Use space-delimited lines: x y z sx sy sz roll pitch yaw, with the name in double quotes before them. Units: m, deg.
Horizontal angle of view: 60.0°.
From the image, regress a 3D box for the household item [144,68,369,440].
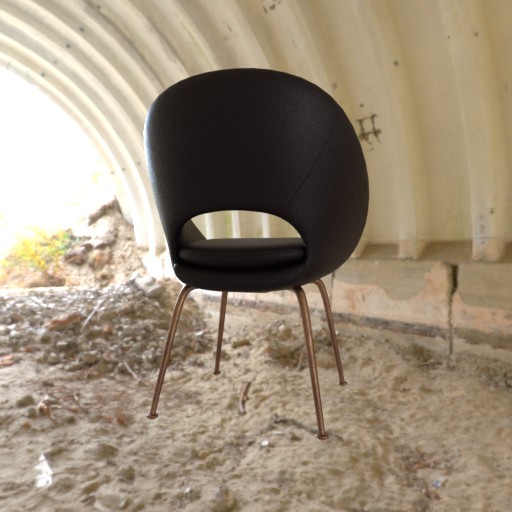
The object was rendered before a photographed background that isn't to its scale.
"household item" 0.000 0.000 1.266 0.623 0.852 0.573 0 0 17
